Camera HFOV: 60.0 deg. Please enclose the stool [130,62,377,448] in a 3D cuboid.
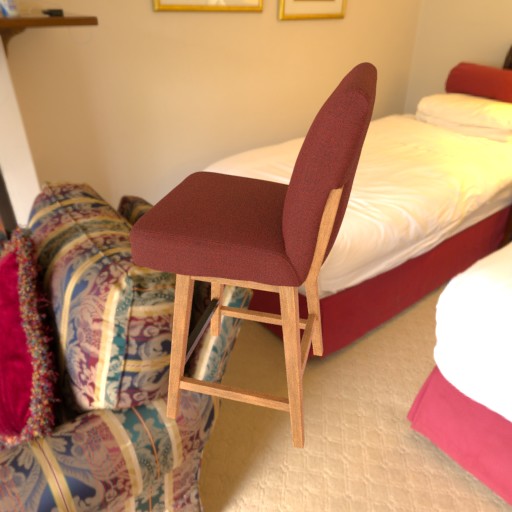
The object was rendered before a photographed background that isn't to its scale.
[{"bbox_3d":[0.000,0.000,1.308,0.562,1.038,0.468,8,31,13],"label":"stool"}]
